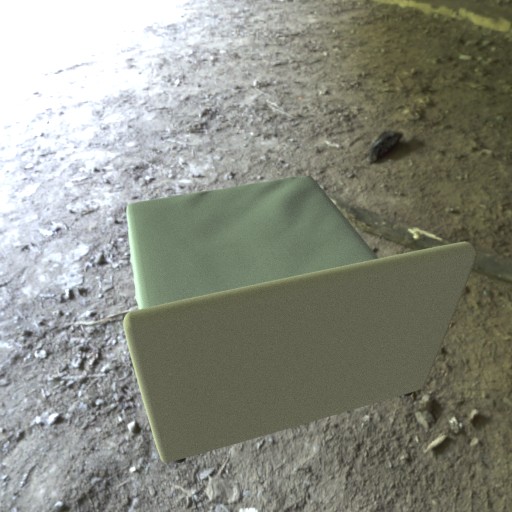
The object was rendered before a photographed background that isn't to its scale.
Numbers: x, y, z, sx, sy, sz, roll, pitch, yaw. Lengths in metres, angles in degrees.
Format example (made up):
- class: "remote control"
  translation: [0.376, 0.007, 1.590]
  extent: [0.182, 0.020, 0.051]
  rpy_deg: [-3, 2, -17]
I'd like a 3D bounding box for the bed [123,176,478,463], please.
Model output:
- class: "bed"
  translation: [0.000, 0.000, 3.281]
  extent: [1.884, 1.330, 2.142]
  rpy_deg: [-11, 41, -13]
